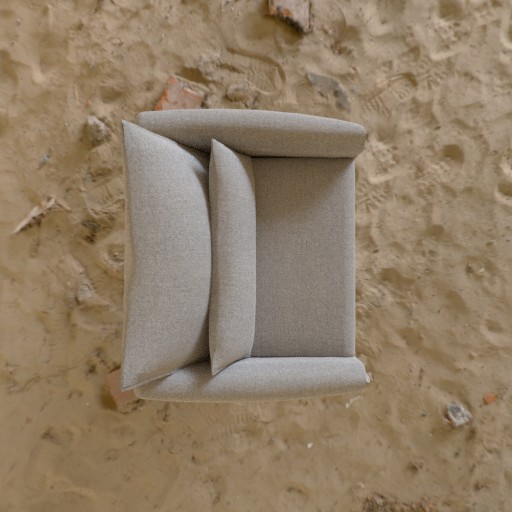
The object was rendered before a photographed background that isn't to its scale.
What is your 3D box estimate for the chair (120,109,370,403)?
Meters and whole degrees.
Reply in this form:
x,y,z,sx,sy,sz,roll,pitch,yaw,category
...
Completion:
x,y,z,sx,sy,sz,roll,pitch,yaw,category
0.000,0.000,1.648,0.801,0.856,1.029,0,89,2,chair
